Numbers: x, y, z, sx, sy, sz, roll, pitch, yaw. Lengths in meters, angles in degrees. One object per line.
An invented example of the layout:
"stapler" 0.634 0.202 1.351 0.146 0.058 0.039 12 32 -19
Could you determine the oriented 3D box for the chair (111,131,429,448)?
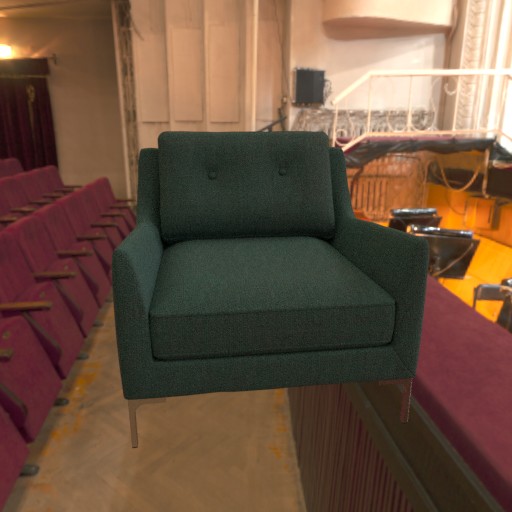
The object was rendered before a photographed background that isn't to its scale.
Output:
"chair" 0.000 0.000 1.530 0.847 0.828 0.849 -2 16 -8
